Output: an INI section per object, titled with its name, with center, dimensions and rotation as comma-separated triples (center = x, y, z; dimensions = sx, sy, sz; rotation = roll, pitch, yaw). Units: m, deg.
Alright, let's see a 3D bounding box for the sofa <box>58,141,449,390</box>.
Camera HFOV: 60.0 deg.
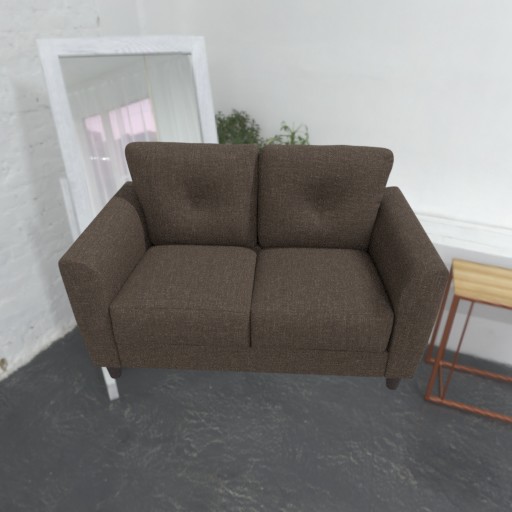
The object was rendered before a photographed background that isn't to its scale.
[sofa]
center = 0.000, 0.000, 2.028
dimensions = 1.423, 0.885, 0.851
rotation = 2, 30, 3
